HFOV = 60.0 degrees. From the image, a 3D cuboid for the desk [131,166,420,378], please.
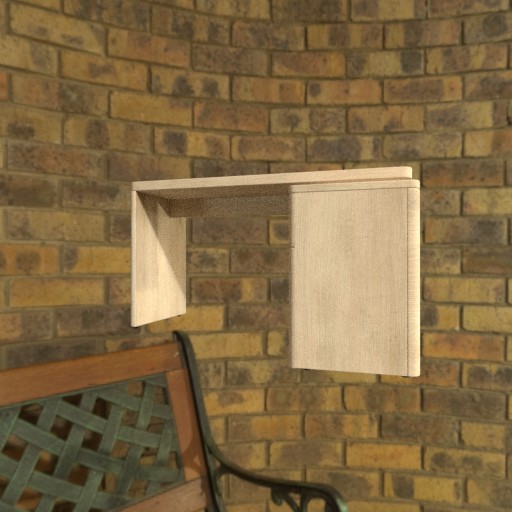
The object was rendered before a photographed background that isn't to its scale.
[{"bbox_3d":[0.000,0.000,2.101,1.400,0.770,1.175,0,0,17],"label":"desk"}]
